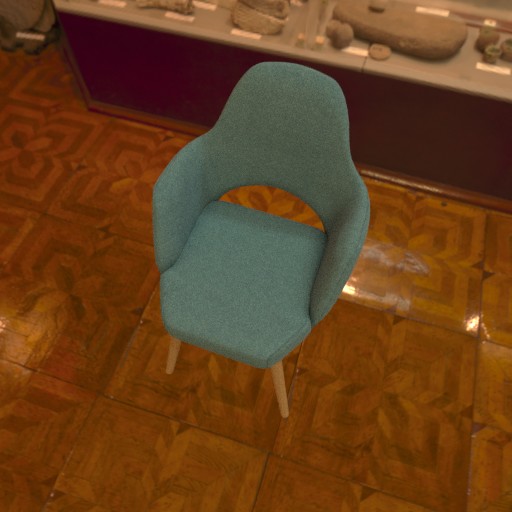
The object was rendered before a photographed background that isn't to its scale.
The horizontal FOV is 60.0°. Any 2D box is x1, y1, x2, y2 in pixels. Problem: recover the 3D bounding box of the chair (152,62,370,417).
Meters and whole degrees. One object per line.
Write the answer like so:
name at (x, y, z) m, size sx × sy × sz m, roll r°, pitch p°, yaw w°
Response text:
chair at (0.000, 0.000, 1.376) m, size 0.589 × 0.920 × 0.666 m, roll 17°, pitch 60°, yaw 10°
